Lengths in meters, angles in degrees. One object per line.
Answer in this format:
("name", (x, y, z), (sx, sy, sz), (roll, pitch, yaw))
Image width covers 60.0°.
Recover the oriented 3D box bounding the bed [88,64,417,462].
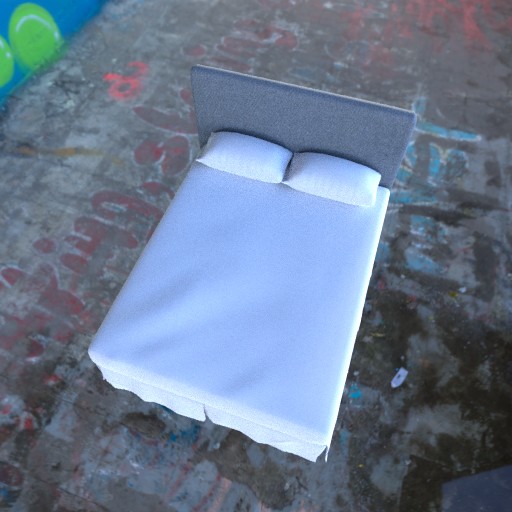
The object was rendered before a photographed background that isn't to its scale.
("bed", (0.000, 0.000, 3.136), (1.723, 1.330, 2.142), (16, 59, 10))
